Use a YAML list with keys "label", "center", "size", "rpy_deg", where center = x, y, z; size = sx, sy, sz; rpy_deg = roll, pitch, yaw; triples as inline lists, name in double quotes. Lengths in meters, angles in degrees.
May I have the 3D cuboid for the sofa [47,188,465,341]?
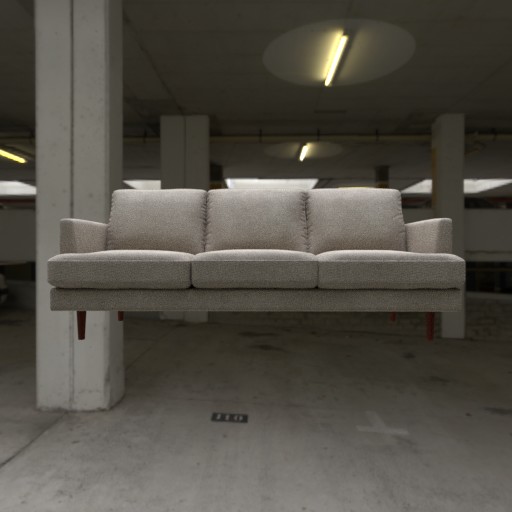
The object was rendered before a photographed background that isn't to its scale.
- label: "sofa"
  center: [0.000, 0.000, 2.787]
  size: [2.246, 0.930, 0.903]
  rpy_deg: [0, 0, 1]
